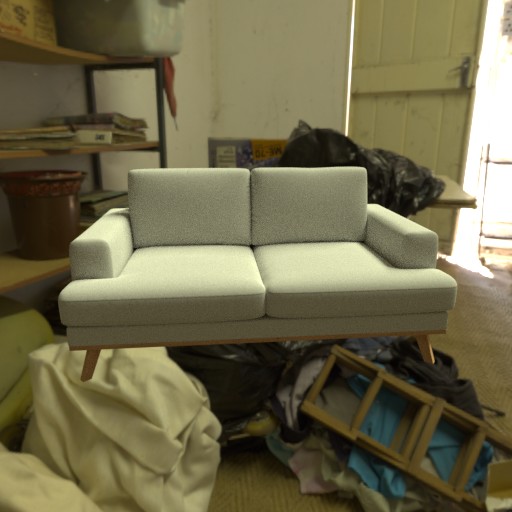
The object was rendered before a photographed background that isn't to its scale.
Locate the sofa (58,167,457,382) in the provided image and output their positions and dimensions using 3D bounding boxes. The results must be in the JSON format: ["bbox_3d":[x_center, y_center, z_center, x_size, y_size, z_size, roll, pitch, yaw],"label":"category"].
[{"bbox_3d":[0.000,0.000,2.206,1.651,0.810,0.915,-2,17,-5],"label":"sofa"}]
